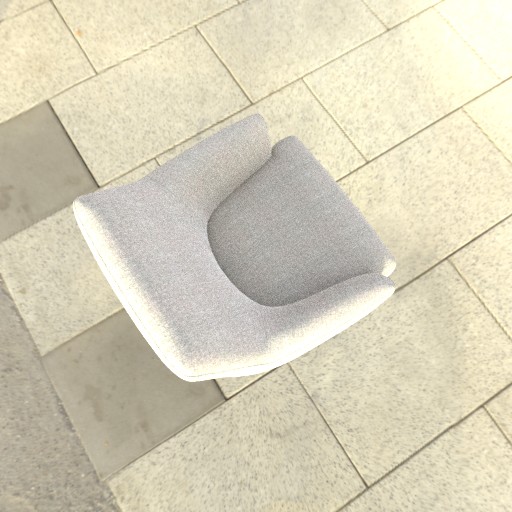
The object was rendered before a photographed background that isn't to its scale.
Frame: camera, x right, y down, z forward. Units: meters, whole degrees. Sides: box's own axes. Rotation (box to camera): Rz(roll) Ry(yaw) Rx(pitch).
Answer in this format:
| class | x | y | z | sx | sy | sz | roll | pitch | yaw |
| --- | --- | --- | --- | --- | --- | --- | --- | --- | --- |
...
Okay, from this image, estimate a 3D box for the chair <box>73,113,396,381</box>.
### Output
| class | x | y | z | sx | sy | sz | roll | pitch | yaw |
| --- | --- | --- | --- | --- | --- | --- | --- | --- | --- |
| chair | 0.000 | 0.000 | 1.318 | 0.677 | 0.874 | 0.642 | -34 | 77 | -9 |
